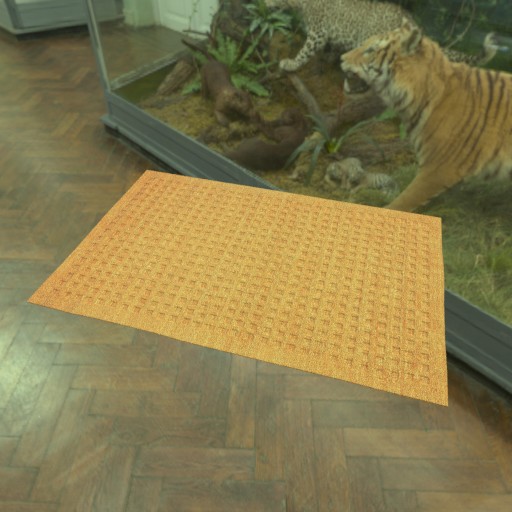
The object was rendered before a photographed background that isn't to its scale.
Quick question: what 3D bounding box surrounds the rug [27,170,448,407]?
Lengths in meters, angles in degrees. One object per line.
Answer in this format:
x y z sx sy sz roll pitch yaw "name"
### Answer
0.000 0.000 2.154 1.747 0.006 1.143 11 43 12 "rug"
